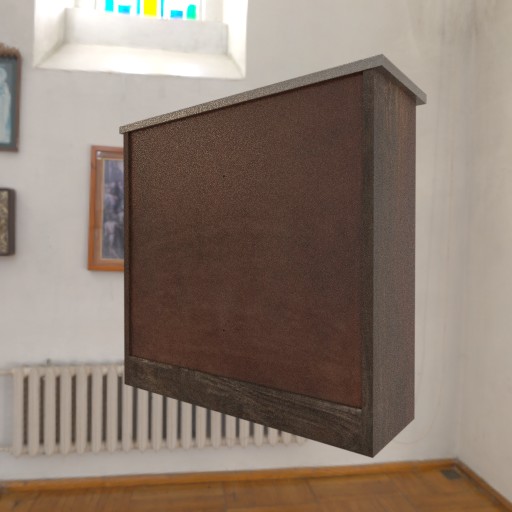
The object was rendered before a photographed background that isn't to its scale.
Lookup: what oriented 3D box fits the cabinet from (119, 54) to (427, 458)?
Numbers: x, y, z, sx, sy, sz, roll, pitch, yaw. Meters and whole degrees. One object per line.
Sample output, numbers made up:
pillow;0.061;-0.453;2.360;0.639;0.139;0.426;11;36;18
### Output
cabinet;0.000;0.000;1.426;0.968;0.919;0.338;1;1;37
